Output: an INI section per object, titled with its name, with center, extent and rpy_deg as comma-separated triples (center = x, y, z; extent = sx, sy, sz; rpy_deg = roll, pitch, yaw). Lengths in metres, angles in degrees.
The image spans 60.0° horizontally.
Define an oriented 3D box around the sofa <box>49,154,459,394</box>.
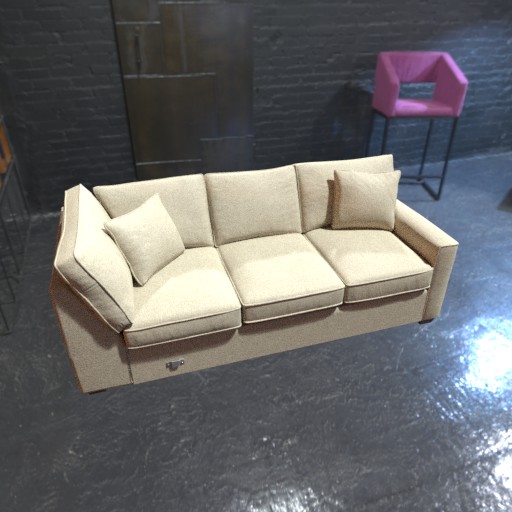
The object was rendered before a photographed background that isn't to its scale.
[sofa]
center = 0.000, 0.000, 2.889
extent = 2.323, 0.948, 1.053
rpy_deg = -9, 32, -15
